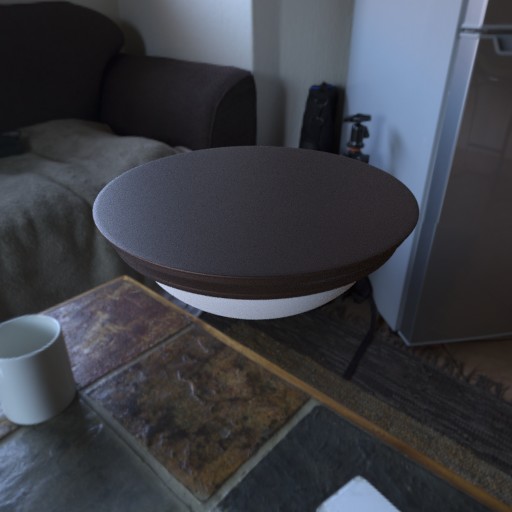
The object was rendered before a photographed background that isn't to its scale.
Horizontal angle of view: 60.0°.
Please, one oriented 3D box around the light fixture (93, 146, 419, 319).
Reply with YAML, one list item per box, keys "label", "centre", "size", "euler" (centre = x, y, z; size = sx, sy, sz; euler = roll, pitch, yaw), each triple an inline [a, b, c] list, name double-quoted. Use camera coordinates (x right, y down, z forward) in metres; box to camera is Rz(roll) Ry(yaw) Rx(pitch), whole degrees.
- label: "light fixture"
  centre: [0.000, 0.000, 0.431]
  size: [0.280, 0.135, 0.280]
  euler: [0, 30, 0]
